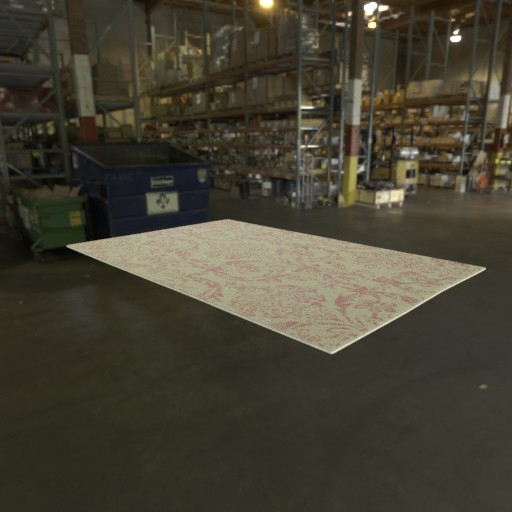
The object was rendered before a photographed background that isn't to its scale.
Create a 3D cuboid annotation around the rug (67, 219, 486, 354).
[{"bbox_3d":[0.000,0.000,2.298,1.219,0.012,1.839,-14,20,-43],"label":"rug"}]
